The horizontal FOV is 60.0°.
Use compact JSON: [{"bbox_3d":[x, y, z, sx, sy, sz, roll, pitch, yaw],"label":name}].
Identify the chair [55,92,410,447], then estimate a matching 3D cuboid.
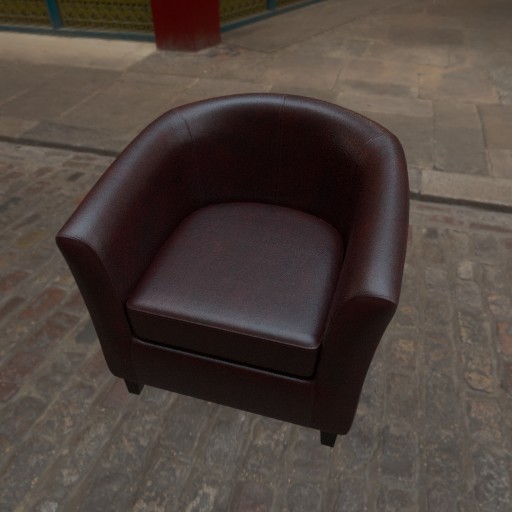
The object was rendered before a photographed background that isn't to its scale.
[{"bbox_3d":[0.000,0.000,1.350,0.792,0.756,0.727,10,41,12],"label":"chair"}]
